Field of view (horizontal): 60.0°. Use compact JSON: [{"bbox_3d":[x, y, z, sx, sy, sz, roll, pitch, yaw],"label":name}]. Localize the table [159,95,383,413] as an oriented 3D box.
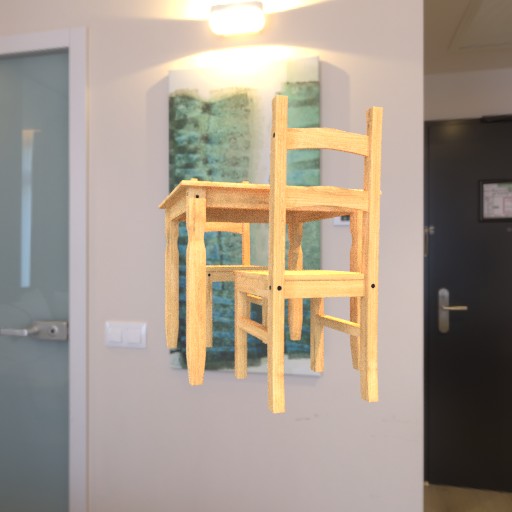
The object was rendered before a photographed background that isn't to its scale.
[{"bbox_3d":[0.000,0.000,2.068,0.813,0.942,1.501,0,0,-18],"label":"table"}]
